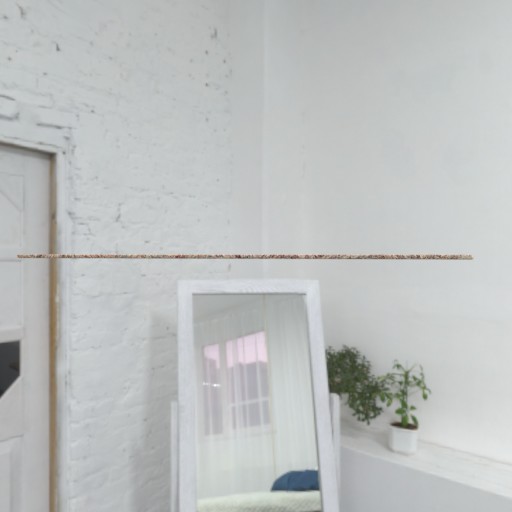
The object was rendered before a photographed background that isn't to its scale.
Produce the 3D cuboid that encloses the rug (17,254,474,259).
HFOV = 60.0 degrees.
[{"bbox_3d":[0.000,0.000,2.829,2.285,0.019,1.523,0,0,17],"label":"rug"}]
